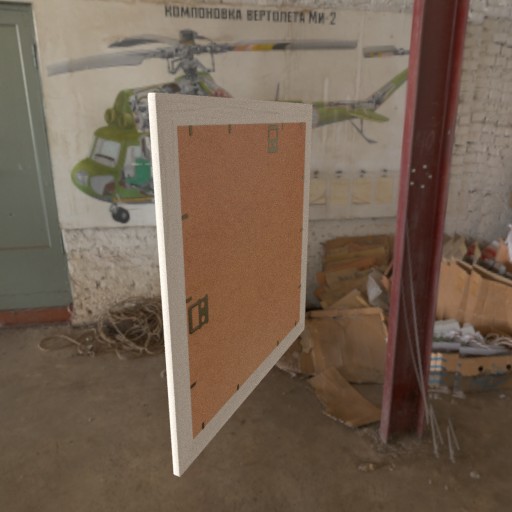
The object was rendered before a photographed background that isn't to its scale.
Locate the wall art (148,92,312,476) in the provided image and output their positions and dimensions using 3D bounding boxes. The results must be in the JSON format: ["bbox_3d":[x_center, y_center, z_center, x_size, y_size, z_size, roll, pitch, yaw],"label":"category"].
[{"bbox_3d":[0.000,0.000,0.881,0.013,0.584,0.584,8,19,25],"label":"wall art"}]
